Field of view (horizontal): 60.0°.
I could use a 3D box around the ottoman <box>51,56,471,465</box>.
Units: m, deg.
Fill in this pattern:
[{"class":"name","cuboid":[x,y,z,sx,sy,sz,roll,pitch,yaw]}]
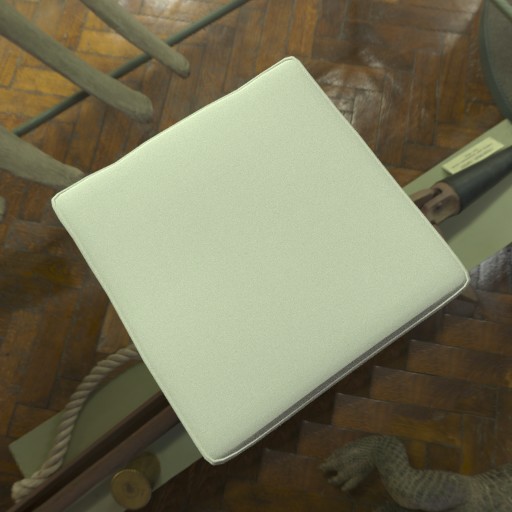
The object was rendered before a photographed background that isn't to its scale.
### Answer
[{"class":"ottoman","cuboid":[0.000,0.000,1.353,0.838,0.479,0.838,-33,79,-8]}]
